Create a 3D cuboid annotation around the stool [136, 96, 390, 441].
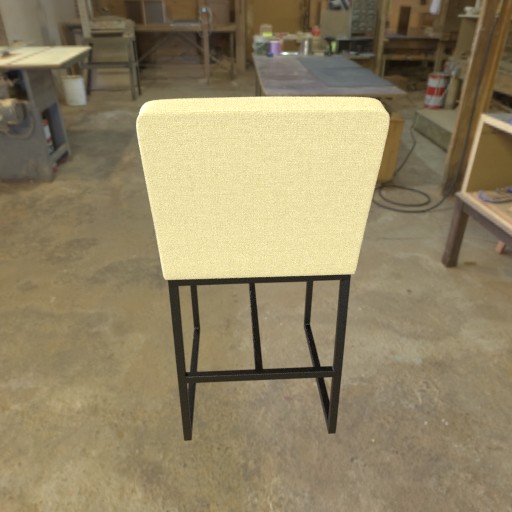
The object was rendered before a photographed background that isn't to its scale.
[{"bbox_3d":[0.000,0.000,1.238,0.460,0.940,0.560,-2,30,-3],"label":"stool"}]
